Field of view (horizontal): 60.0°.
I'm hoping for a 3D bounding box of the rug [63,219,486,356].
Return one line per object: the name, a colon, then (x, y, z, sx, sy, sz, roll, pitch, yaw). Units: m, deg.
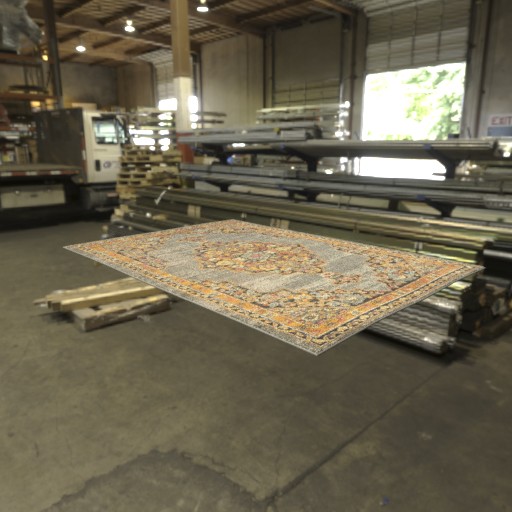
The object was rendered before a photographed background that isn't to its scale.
rug: (0.000, 0.000, 3.879, 2.158, 0.024, 3.063, -14, 20, -42)
